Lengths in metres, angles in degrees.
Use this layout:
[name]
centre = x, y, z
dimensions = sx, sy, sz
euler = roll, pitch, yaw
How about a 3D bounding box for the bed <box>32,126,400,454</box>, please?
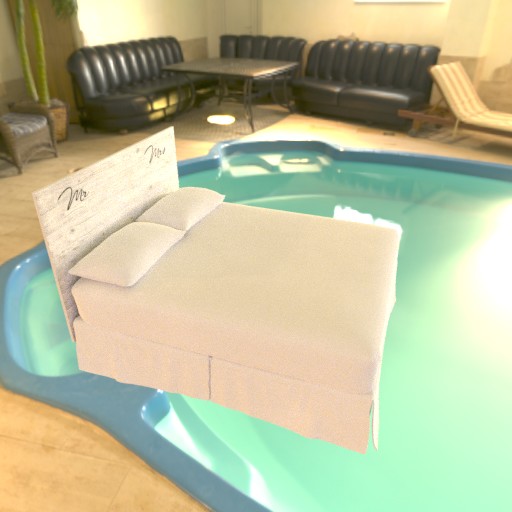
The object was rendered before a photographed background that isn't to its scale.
[bed]
centre = 0.000, 0.000, 3.219
dimensions = 2.094, 1.335, 1.745
euler = 10, 32, 17
